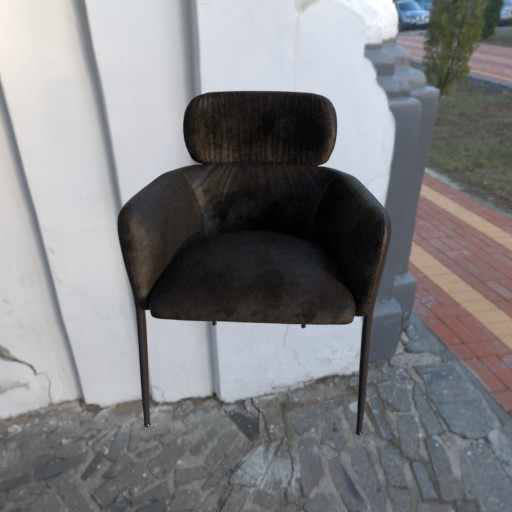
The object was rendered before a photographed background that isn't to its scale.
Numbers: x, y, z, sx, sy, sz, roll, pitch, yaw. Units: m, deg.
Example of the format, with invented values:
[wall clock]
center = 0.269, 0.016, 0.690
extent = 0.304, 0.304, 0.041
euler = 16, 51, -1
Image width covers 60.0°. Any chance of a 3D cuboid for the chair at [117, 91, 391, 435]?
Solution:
[chair]
center = 0.000, 0.000, 1.291
extent = 0.640, 0.818, 0.604
euler = 1, 30, 2
